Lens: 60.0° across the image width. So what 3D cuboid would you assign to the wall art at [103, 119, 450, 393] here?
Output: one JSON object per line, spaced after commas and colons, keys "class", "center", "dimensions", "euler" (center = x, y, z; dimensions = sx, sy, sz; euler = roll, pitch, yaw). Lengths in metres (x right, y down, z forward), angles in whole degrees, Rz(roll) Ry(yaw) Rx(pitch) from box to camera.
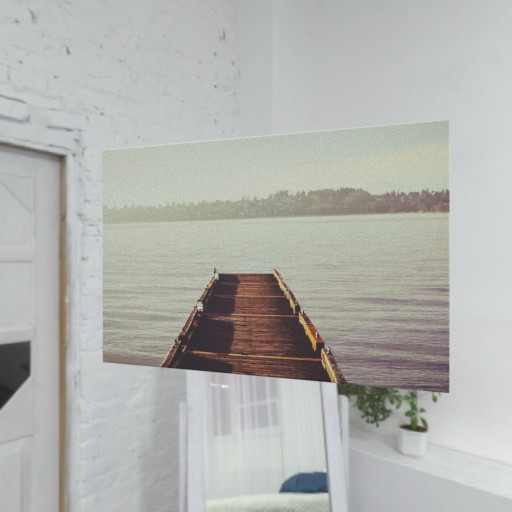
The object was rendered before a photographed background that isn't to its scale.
{"class": "wall art", "center": [0.000, 0.000, 1.433], "dimensions": [1.149, 0.765, 0.040], "euler": [0, 0, 18]}
